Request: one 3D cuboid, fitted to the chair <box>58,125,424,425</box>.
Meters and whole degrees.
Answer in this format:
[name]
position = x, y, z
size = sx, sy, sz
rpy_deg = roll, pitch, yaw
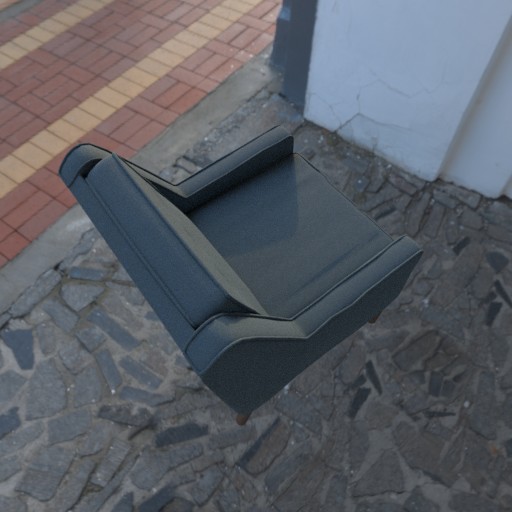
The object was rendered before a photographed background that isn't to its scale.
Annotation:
[chair]
position = 0.000, 0.000, 1.337
size = 0.733, 0.780, 0.663
rpy_deg = -33, 63, -19
